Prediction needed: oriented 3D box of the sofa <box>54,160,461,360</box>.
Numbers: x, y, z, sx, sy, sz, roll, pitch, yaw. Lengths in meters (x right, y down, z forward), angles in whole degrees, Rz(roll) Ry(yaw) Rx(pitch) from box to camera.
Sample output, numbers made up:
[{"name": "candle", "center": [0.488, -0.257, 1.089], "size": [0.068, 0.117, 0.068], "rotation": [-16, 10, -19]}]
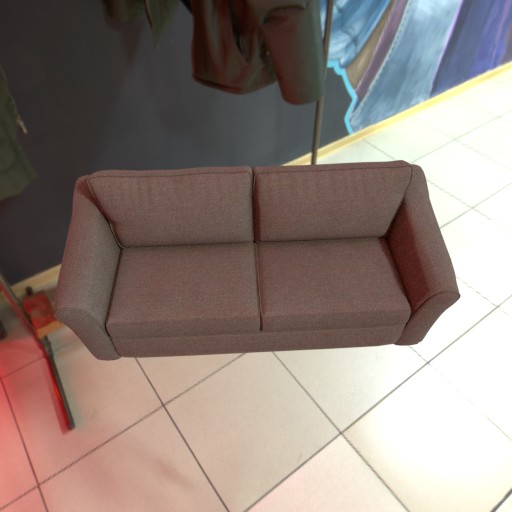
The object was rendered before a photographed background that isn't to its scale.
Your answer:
[{"name": "sofa", "center": [0.000, 0.000, 2.783], "size": [2.270, 0.906, 0.986], "rotation": [-2, 48, -2]}]
